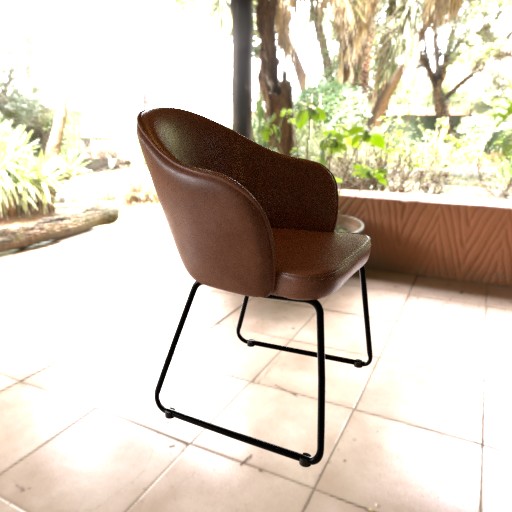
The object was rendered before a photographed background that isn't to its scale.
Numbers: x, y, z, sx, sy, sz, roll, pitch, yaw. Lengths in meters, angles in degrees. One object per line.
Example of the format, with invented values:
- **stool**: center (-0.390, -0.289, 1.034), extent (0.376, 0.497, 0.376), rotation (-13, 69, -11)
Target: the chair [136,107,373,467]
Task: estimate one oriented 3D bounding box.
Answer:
- **chair**: center (0.000, 0.000, 1.208), extent (0.580, 0.785, 0.582), rotation (7, 17, 25)
